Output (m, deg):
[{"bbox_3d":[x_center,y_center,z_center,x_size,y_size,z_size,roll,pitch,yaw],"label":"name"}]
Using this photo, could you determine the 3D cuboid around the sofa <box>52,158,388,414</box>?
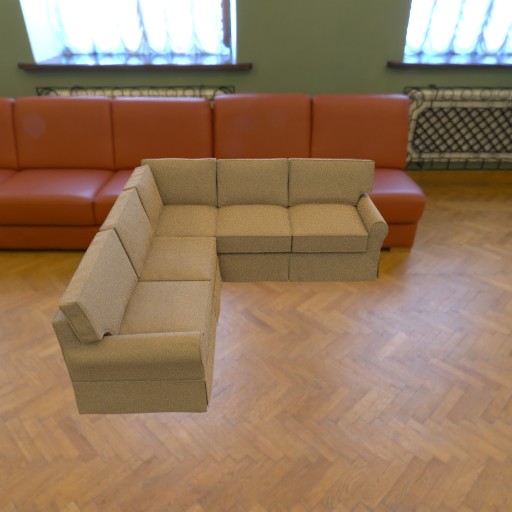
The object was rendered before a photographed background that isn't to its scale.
[{"bbox_3d":[0.000,0.000,4.191,2.733,1.124,2.730,-1,32,-1],"label":"sofa"}]
